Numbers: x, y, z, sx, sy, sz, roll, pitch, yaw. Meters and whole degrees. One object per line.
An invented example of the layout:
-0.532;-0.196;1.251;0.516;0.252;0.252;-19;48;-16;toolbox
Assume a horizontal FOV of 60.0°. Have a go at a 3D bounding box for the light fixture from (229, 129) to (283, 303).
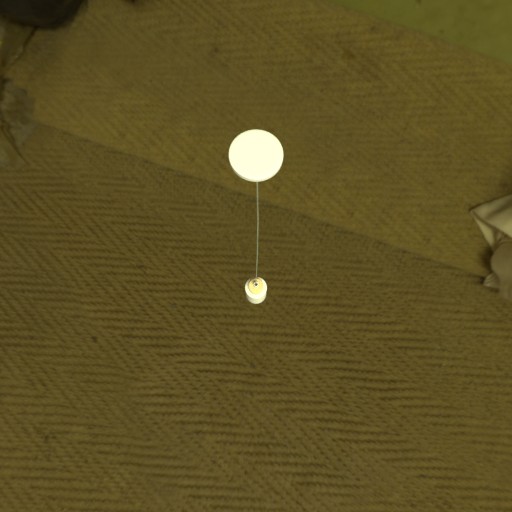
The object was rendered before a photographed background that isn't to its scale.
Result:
0.000;0.000;1.877;0.125;1.798;0.125;3;75;1;light fixture
